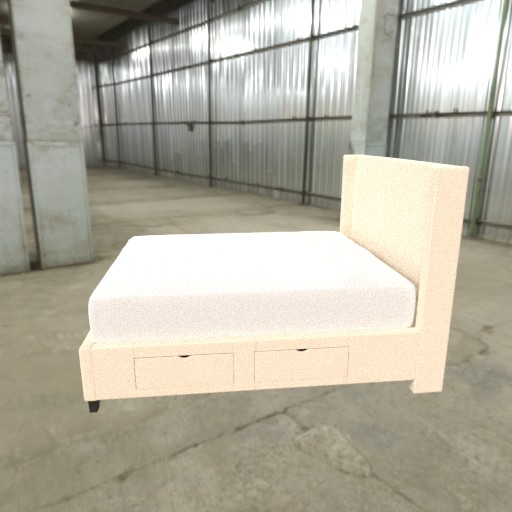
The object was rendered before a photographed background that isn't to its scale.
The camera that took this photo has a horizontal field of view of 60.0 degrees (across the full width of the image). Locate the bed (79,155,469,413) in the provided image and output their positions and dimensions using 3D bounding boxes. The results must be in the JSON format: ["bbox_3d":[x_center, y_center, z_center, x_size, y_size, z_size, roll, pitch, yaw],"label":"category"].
[{"bbox_3d":[0.000,0.000,3.458,2.280,1.471,1.765,-2,15,-6],"label":"bed"}]
